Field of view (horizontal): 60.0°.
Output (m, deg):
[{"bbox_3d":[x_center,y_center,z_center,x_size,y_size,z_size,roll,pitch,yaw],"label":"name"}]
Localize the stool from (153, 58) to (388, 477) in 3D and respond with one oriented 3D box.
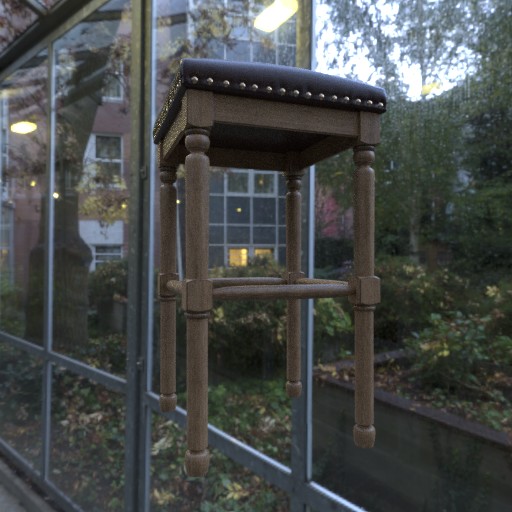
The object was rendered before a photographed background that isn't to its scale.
[{"bbox_3d":[0.000,0.000,0.920,0.383,0.702,0.382,0,0,-20],"label":"stool"}]
